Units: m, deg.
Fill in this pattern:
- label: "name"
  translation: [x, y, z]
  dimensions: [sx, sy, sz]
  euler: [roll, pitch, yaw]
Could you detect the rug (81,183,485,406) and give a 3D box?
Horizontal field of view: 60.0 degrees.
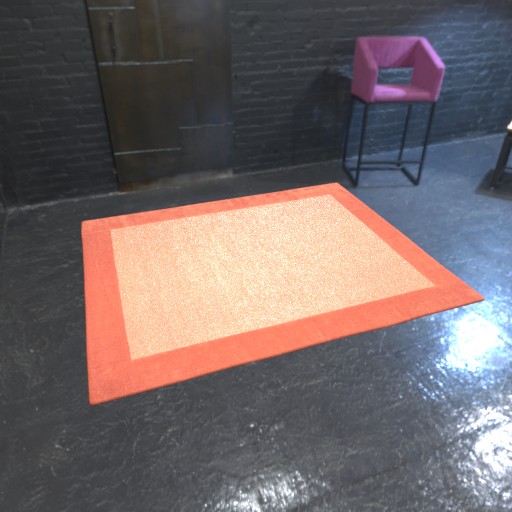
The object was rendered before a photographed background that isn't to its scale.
- label: "rug"
  translation: [0.000, 0.000, 4.013]
  dimensions: [2.976, 0.018, 2.430]
  euler: [-11, 34, -17]
